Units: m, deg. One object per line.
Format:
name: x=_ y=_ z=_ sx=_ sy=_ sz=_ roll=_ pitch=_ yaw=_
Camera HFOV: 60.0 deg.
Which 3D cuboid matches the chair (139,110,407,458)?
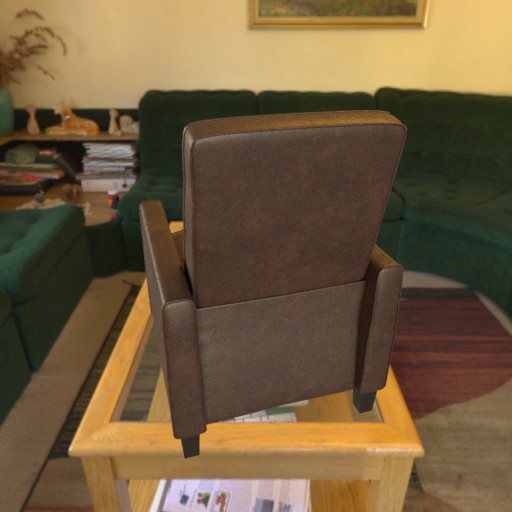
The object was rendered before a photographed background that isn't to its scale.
chair: x=0.000 y=0.000 z=1.484 sx=0.705 sy=1.013 sz=0.746 roll=-8 pitch=28 yaw=-15
